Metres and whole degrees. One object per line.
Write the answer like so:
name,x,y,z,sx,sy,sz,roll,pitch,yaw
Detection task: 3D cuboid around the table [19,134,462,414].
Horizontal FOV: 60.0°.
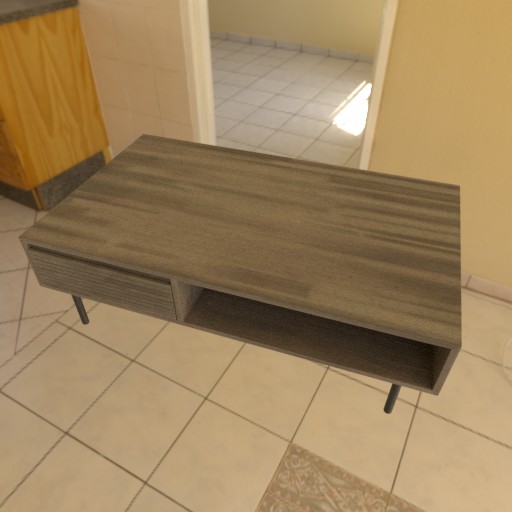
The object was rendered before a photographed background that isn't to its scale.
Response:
table,0.000,0.000,1.358,1.088,0.347,0.643,13,42,14
